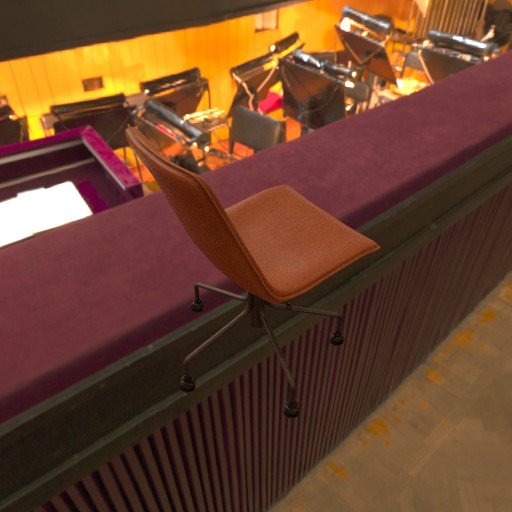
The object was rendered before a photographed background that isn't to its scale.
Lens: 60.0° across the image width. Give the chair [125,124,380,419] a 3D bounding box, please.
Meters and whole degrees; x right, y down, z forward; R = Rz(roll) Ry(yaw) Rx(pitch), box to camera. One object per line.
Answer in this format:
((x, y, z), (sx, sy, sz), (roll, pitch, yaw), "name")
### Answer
((0.000, 0.000, 1.409), (0.660, 0.920, 0.651), (-26, 47, -27), "chair")
